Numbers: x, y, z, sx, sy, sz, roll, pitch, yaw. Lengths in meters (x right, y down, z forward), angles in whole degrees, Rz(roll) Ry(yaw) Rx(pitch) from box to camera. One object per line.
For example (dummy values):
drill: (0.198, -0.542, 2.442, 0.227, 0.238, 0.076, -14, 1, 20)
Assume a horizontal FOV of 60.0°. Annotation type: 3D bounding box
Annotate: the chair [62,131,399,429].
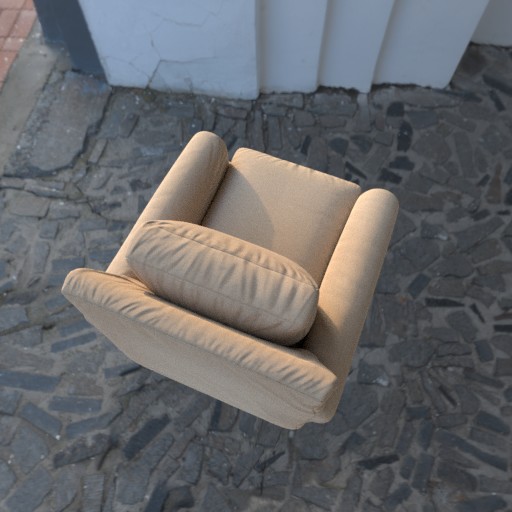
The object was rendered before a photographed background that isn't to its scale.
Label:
chair: (0.000, 0.000, 1.763, 0.940, 0.866, 1.066, 20, 65, 10)
